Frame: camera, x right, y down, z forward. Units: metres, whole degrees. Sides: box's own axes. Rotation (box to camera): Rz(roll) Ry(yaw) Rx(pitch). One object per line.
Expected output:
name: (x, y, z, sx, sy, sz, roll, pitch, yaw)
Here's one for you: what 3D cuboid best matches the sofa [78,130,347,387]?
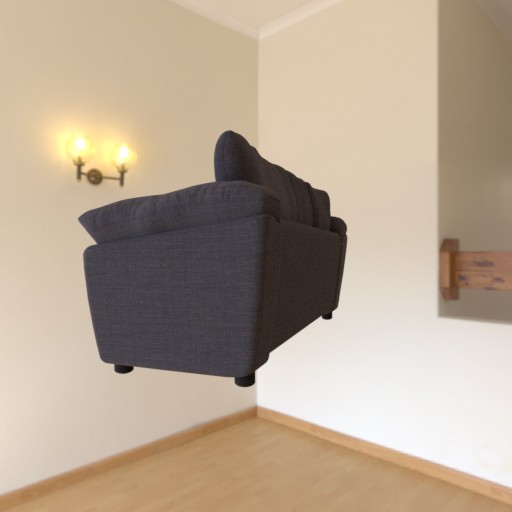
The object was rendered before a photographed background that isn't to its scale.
sofa: (0.000, 0.000, 2.882, 0.883, 1.080, 2.336, 0, 1, 19)
